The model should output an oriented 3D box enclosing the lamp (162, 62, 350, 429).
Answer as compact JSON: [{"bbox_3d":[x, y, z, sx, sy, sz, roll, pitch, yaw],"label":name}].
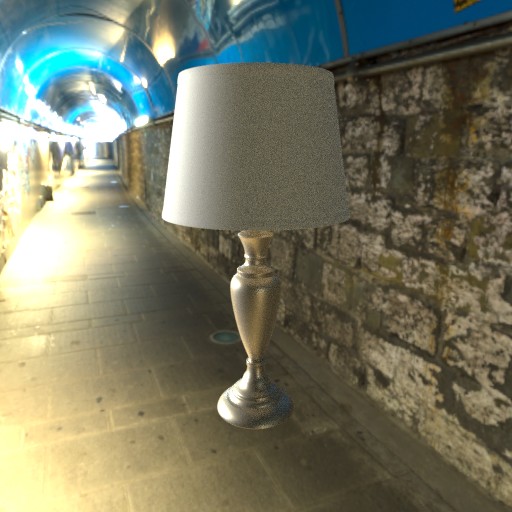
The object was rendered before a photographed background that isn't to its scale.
[{"bbox_3d":[0.000,0.000,0.807,0.328,0.612,0.328,0,14,0],"label":"lamp"}]
